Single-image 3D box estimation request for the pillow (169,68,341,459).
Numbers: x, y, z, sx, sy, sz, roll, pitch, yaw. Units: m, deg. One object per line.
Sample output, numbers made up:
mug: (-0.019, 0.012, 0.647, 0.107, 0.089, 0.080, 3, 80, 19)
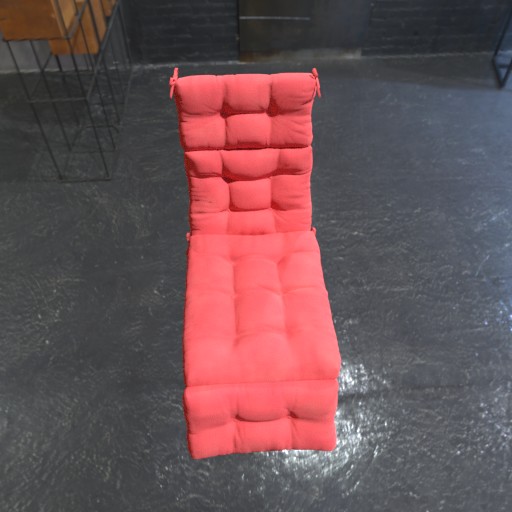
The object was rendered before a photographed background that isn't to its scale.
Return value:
pillow: (0.000, 0.000, 1.478, 0.526, 0.863, 1.016, -3, 47, -2)
